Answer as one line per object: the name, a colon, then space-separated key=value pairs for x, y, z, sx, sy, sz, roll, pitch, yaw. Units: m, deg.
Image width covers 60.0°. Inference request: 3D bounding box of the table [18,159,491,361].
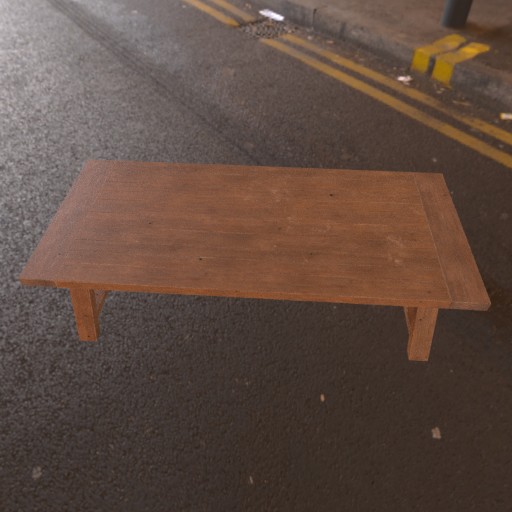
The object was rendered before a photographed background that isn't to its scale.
table: x=0.000 y=0.000 z=2.132 sx=1.800 sy=0.465 sz=0.820 roll=3 pitch=46 yaw=3
